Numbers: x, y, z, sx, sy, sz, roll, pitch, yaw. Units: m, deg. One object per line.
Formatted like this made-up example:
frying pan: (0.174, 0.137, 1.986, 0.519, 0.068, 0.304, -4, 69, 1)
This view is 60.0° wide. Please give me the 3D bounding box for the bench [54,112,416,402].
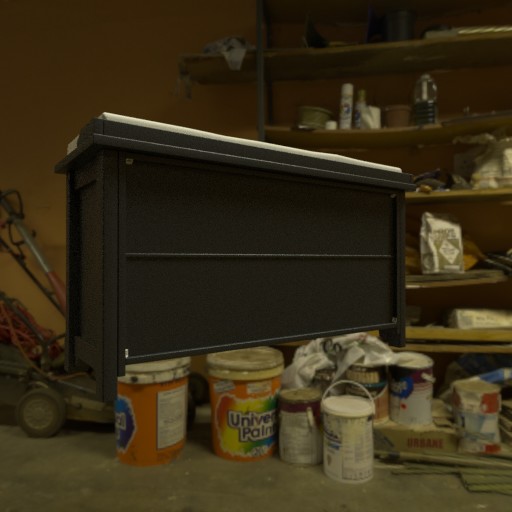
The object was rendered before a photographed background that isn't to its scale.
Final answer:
bench: (0.000, 0.000, 1.229, 0.973, 0.561, 0.345, 0, -1, -35)
